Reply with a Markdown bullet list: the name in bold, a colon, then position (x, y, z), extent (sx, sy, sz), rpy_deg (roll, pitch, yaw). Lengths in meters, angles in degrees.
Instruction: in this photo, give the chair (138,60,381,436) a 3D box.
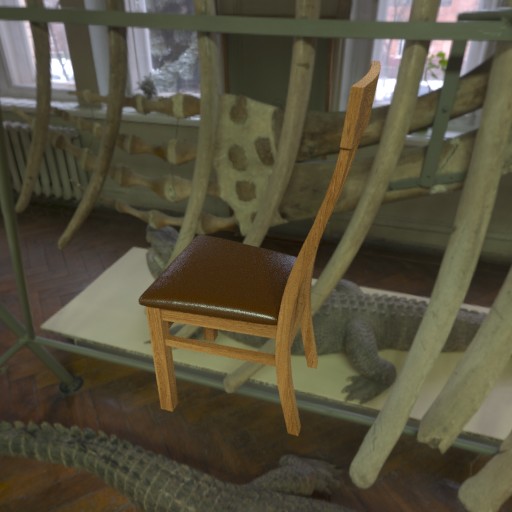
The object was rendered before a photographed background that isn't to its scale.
- **chair**: position (0.000, 0.000, 1.329), extent (0.580, 1.050, 0.450), rpy_deg (9, 31, 15)
